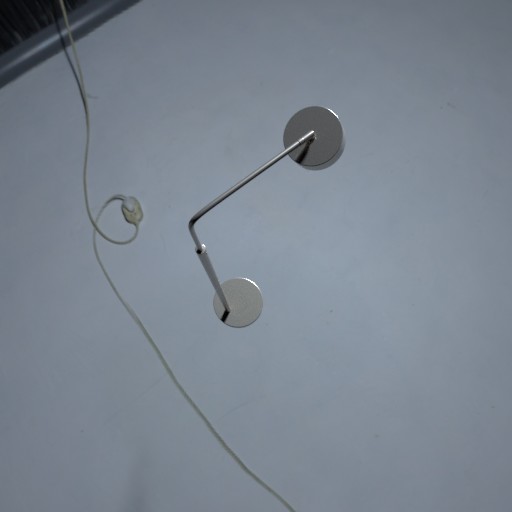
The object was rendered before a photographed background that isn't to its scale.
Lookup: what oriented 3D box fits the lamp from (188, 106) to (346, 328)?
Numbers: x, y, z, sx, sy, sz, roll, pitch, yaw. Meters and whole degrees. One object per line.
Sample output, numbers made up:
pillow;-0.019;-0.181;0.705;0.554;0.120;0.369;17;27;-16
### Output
lamp;0.000;0.000;1.424;0.421;1.250;0.222;-37;78;-9
